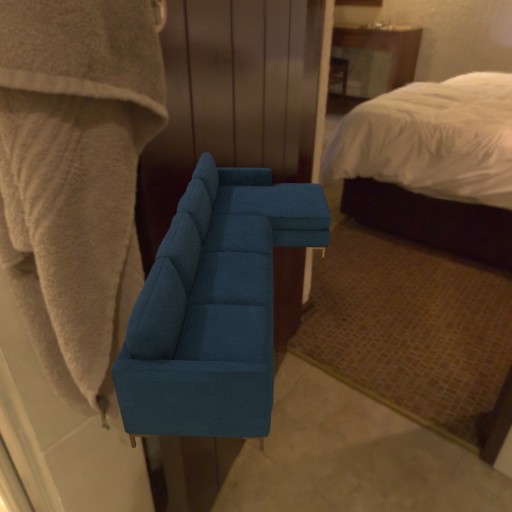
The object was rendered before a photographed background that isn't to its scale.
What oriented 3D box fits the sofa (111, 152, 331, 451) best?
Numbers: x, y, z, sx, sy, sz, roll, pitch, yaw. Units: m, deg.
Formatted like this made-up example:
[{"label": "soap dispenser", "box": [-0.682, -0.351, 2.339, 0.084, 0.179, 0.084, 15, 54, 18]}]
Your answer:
[{"label": "sofa", "box": [0.000, 0.000, 3.480, 1.350, 0.810, 2.932, 1, 31, 2]}]
